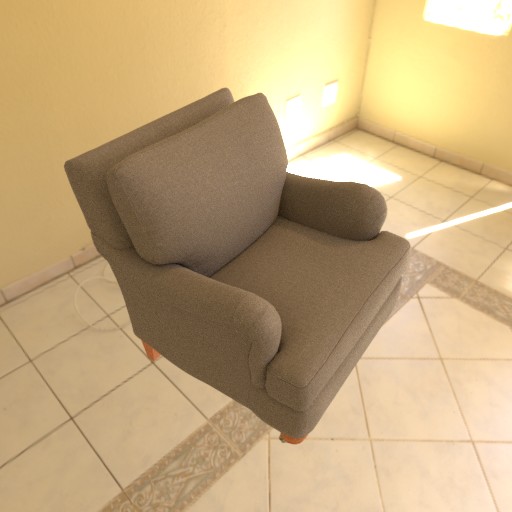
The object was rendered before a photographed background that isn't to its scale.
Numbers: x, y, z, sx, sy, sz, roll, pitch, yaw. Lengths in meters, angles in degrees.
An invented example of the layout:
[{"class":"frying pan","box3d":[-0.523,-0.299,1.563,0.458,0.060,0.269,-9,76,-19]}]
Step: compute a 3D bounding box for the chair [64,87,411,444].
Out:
[{"class":"chair","box3d":[0.000,0.000,1.874,1.070,1.038,0.955,26,47,26]}]
